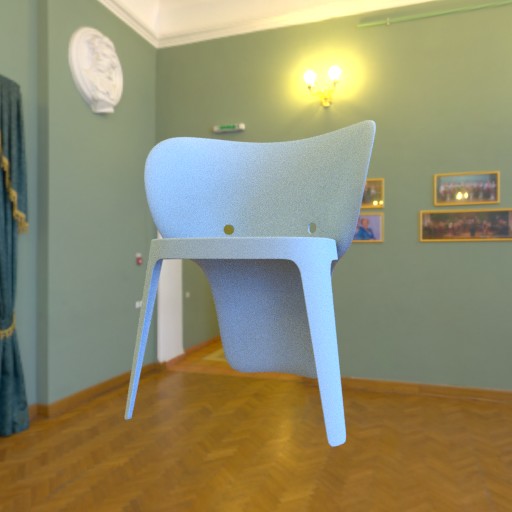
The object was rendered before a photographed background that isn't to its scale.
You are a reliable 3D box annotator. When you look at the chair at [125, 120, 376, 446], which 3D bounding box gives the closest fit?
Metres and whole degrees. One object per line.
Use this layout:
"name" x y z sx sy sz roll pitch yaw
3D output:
"chair" 0.000 0.000 0.864 0.451 0.554 0.402 0 0 18
